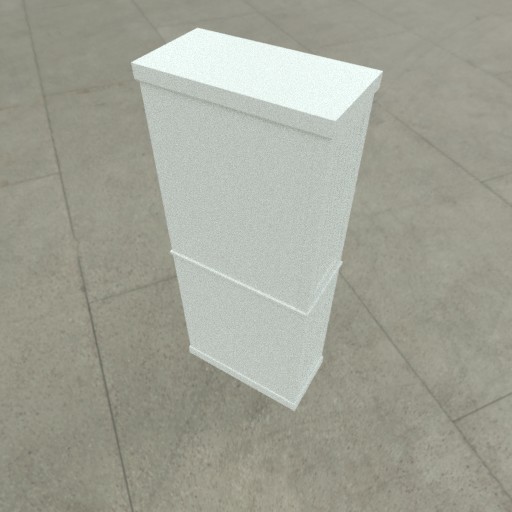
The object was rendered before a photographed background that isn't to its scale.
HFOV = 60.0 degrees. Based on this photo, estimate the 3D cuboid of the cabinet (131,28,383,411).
[{"bbox_3d":[0.000,0.000,2.138,0.754,1.829,0.390,24,51,21],"label":"cabinet"}]
